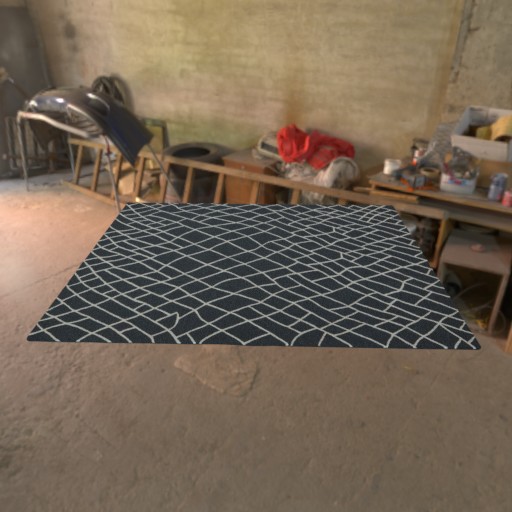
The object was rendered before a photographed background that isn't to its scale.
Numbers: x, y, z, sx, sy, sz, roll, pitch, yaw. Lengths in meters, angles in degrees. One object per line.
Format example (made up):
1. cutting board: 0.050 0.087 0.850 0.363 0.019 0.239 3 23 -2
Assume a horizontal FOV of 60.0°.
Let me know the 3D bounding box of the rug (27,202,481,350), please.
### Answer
1. rug: 0.000 0.000 4.010 3.047 0.022 2.439 1 29 1
